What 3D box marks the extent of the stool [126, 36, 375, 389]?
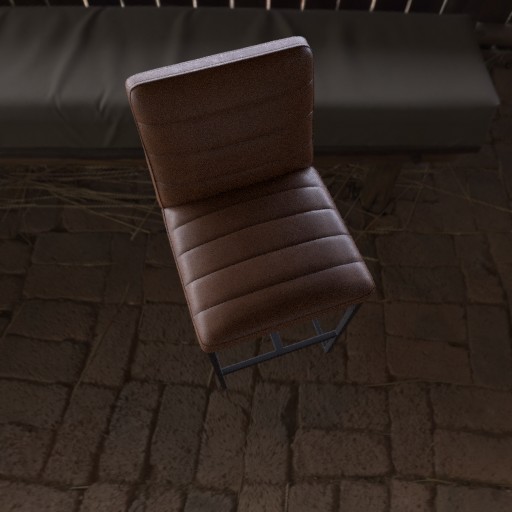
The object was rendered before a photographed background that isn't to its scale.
[{"bbox_3d":[0.000,0.000,1.338,0.458,1.040,0.556,-17,65,-8],"label":"stool"}]
